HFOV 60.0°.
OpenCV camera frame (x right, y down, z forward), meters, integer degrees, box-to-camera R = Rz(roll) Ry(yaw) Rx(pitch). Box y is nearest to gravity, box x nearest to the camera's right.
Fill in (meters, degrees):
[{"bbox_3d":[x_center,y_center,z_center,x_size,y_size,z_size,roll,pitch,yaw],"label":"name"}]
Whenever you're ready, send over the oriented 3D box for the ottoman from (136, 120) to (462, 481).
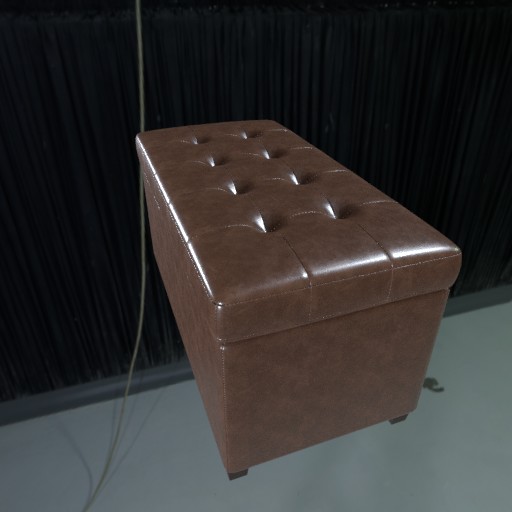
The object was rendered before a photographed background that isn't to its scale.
[{"bbox_3d":[0.000,0.000,1.097,0.432,0.470,0.838,-11,34,-17],"label":"ottoman"}]
